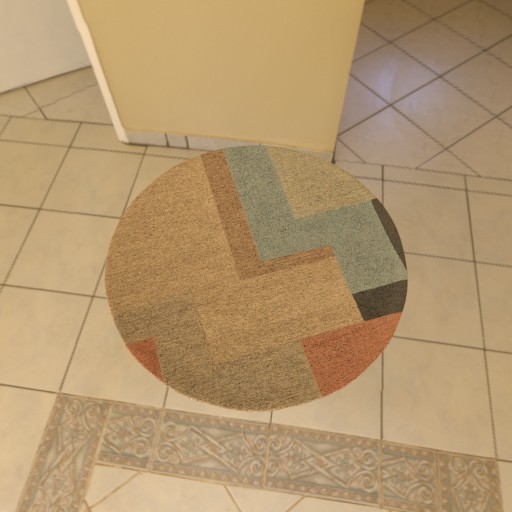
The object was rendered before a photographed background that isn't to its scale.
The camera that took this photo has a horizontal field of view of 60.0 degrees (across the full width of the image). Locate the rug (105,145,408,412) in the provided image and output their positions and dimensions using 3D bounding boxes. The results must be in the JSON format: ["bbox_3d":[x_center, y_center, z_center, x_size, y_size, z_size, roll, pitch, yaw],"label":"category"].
[{"bbox_3d":[0.000,0.000,3.649,2.461,0.033,2.461,0,60,0],"label":"rug"}]
